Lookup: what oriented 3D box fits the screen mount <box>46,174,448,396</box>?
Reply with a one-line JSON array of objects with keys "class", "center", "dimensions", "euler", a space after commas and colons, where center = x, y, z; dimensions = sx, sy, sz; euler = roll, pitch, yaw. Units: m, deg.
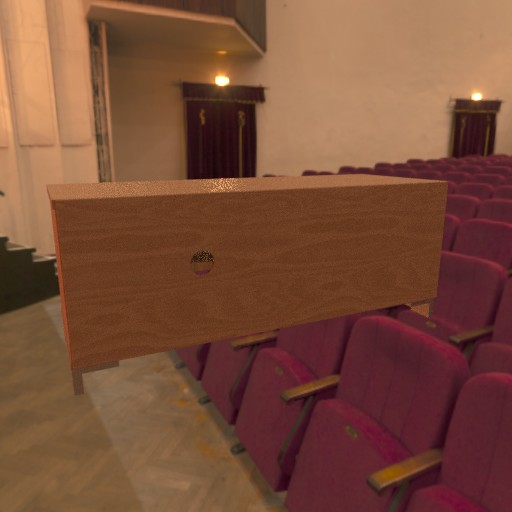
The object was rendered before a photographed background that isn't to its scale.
[{"class": "screen mount", "center": [0.000, 0.000, 1.322], "dimensions": [1.084, 0.432, 0.406], "euler": [-7, 15, -25]}]
